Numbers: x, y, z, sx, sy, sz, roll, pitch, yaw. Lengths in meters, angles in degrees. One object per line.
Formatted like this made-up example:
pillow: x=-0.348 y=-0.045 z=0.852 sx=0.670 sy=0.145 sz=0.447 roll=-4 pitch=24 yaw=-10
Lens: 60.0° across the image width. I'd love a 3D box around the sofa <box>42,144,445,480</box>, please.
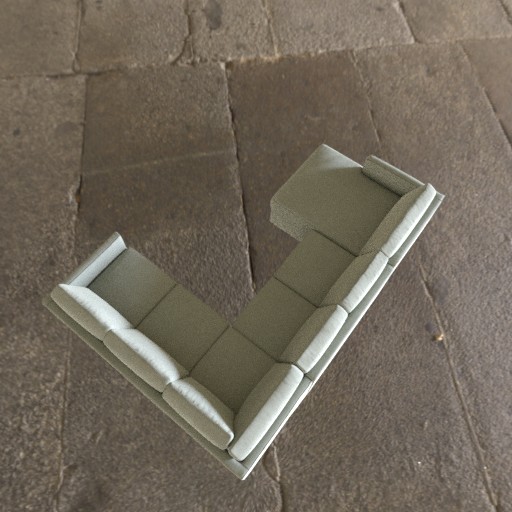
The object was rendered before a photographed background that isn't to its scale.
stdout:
sofa: x=0.000 y=0.000 z=4.620 sx=2.440 sy=0.869 sz=3.434 roll=35 pitch=68 yaw=16
